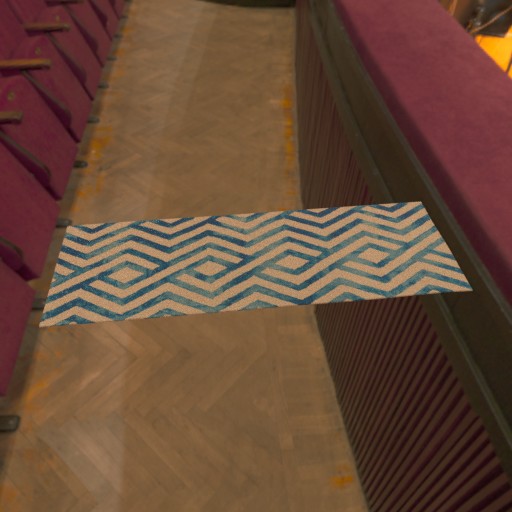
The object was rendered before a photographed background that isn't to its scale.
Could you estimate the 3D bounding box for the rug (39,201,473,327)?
[{"bbox_3d":[0.000,0.000,1.688,1.492,0.007,0.503,-4,46,-4],"label":"rug"}]
